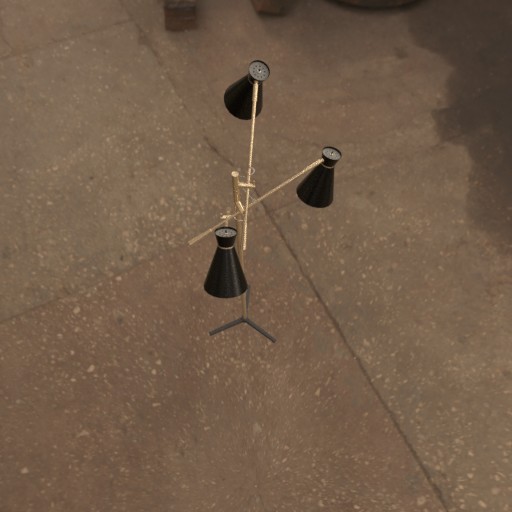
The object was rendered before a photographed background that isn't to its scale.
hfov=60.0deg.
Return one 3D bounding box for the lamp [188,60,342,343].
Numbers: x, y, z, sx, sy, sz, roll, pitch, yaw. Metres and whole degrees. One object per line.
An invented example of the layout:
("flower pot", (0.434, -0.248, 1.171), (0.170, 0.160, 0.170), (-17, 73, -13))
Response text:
("lamp", (0.000, 0.000, 2.177), (0.653, 1.804, 0.750), (-21, 65, -11))
